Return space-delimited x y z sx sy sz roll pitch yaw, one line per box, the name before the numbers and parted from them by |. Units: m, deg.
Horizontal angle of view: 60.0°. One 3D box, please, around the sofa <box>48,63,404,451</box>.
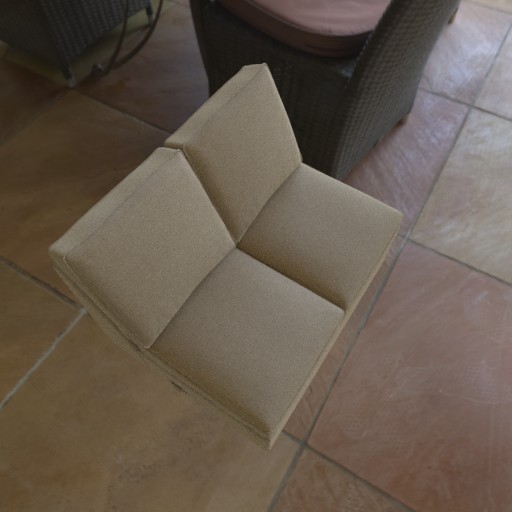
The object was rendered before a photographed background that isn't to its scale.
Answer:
sofa | 0.000 0.000 1.994 0.951 1.008 1.237 30 63 17
